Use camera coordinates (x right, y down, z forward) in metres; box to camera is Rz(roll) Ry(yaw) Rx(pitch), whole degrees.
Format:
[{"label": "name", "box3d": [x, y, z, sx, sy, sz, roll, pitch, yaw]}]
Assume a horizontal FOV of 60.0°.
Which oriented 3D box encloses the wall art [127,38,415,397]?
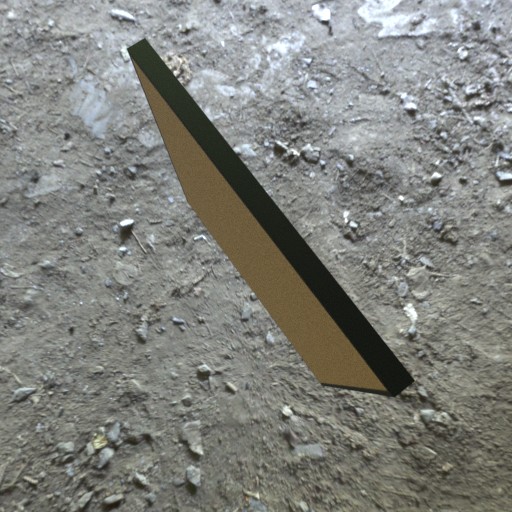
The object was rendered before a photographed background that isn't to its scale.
[{"label": "wall art", "box3d": [0.000, 0.000, 0.748, 0.028, 0.511, 0.513, -35, 78, -9]}]
